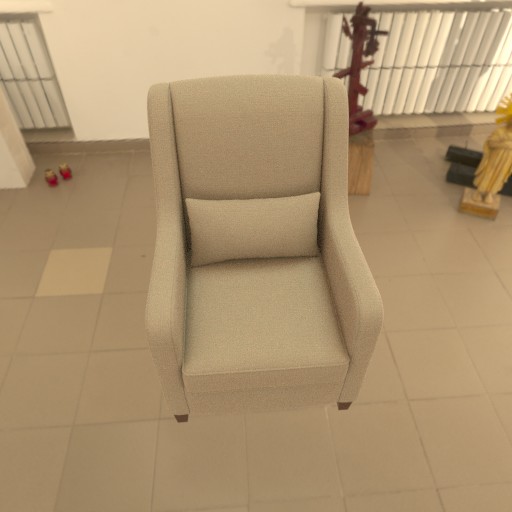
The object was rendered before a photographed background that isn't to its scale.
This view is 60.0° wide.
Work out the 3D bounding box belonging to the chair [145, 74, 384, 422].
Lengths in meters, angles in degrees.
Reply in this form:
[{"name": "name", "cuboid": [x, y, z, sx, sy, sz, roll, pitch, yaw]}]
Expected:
[{"name": "chair", "cuboid": [0.000, 0.000, 1.659, 0.715, 1.017, 0.896, -3, 46, -3]}]
